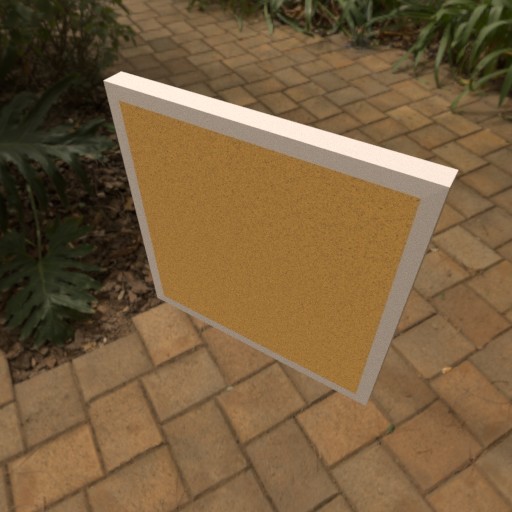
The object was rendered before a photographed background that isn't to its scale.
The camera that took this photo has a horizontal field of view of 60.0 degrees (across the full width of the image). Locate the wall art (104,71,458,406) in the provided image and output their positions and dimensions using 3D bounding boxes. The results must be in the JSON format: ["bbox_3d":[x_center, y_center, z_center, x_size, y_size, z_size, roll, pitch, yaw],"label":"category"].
[{"bbox_3d":[0.000,0.000,1.927,1.289,1.291,0.098,23,50,21],"label":"wall art"}]
